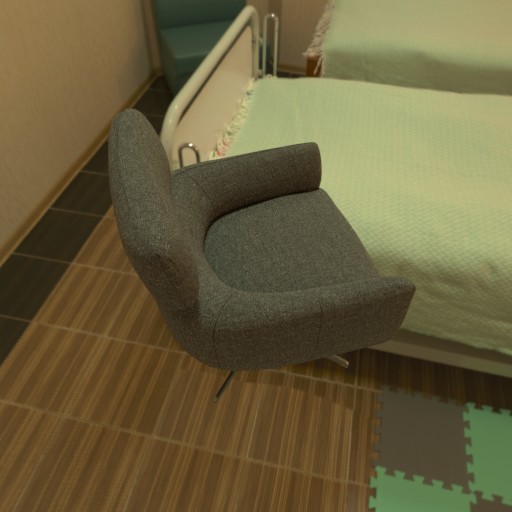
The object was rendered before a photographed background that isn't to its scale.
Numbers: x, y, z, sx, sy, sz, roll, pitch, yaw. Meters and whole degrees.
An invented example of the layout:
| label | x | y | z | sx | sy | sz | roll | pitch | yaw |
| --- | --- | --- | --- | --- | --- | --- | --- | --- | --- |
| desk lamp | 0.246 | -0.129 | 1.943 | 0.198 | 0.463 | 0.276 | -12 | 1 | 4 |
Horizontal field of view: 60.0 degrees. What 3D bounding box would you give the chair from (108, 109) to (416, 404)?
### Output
| label | x | y | z | sx | sy | sz | roll | pitch | yaw |
| --- | --- | --- | --- | --- | --- | --- | --- | --- | --- |
| chair | 0.000 | 0.000 | 1.359 | 0.715 | 0.812 | 0.706 | -12 | 48 | -11 |
